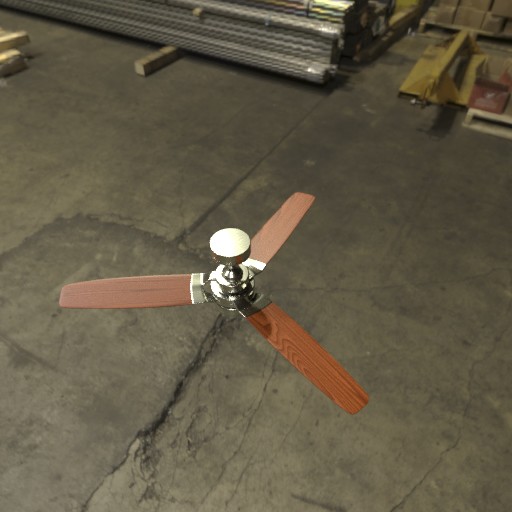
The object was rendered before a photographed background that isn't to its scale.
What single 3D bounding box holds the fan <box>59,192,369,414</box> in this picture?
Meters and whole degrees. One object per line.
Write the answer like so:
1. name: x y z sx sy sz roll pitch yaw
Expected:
1. fan: 0.000 0.000 2.076 1.416 0.410 1.271 23 51 20
